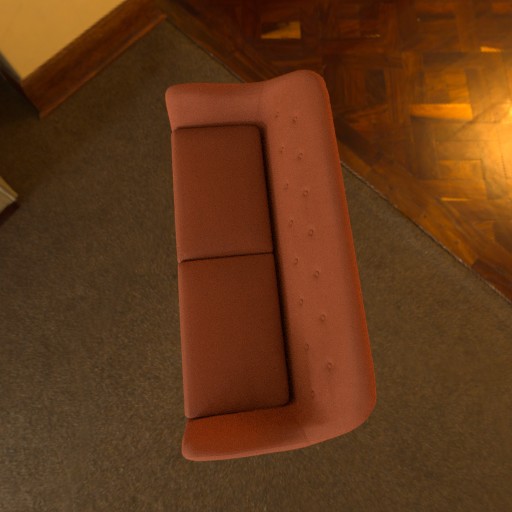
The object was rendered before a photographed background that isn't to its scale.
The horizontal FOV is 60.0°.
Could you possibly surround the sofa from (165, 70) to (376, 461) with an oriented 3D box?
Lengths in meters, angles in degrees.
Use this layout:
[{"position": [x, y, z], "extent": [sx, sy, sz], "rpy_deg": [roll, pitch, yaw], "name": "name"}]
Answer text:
[{"position": [0.000, 0.000, 2.274], "extent": [0.820, 0.836, 1.840], "rpy_deg": [-5, 74, -2], "name": "sofa"}]
